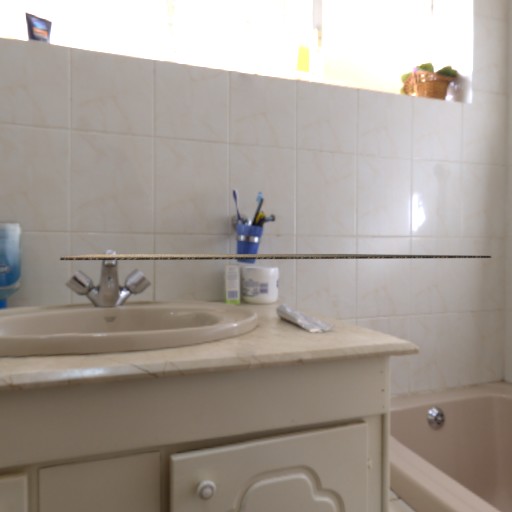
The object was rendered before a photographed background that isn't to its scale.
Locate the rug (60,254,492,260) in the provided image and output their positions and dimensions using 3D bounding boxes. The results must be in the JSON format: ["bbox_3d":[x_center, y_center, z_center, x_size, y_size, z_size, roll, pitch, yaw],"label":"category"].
[{"bbox_3d":[0.000,0.000,3.884,2.902,0.017,2.305,0,1,-17],"label":"rug"}]
